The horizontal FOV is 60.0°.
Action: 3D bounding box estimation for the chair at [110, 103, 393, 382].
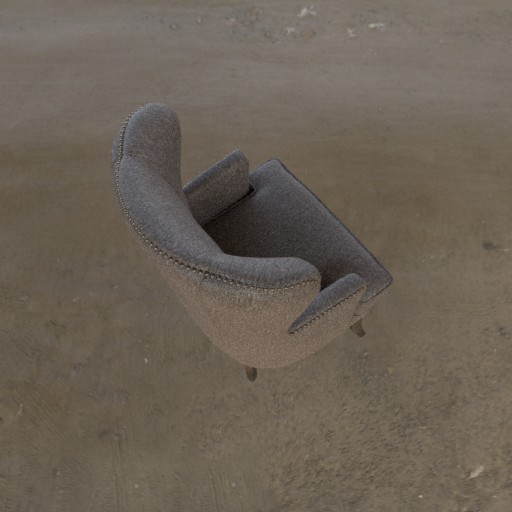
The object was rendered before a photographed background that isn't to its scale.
[{"bbox_3d":[0.000,0.000,1.632,0.758,1.060,0.759,-32,65,-17],"label":"chair"}]
